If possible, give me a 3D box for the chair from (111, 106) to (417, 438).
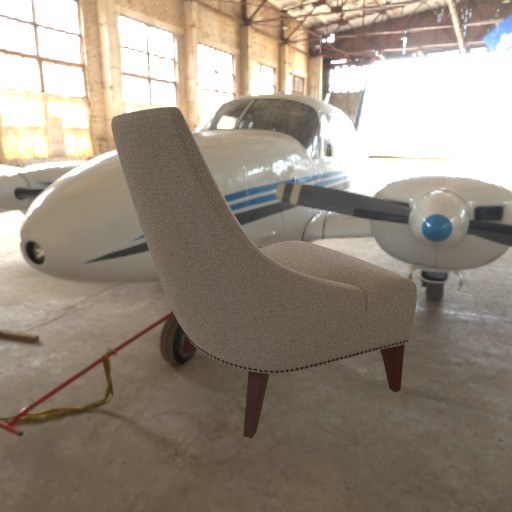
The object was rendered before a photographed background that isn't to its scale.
[{"bbox_3d":[0.000,0.000,1.504,0.861,0.909,0.701,-7,16,-26],"label":"chair"}]
